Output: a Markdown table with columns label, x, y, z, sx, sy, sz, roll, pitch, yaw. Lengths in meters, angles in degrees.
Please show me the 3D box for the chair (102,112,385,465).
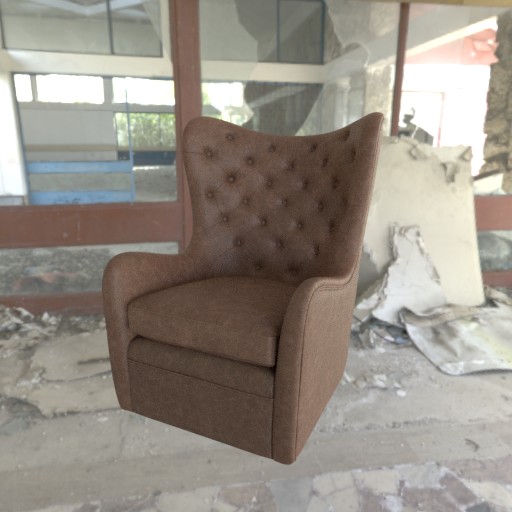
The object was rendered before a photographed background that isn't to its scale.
| label | x | y | z | sx | sy | sz | roll | pitch | yaw |
| --- | --- | --- | --- | --- | --- | --- | --- | --- | --- |
| chair | 0.000 | 0.000 | 1.735 | 0.831 | 1.079 | 0.930 | 7 | 17 | 25 |
